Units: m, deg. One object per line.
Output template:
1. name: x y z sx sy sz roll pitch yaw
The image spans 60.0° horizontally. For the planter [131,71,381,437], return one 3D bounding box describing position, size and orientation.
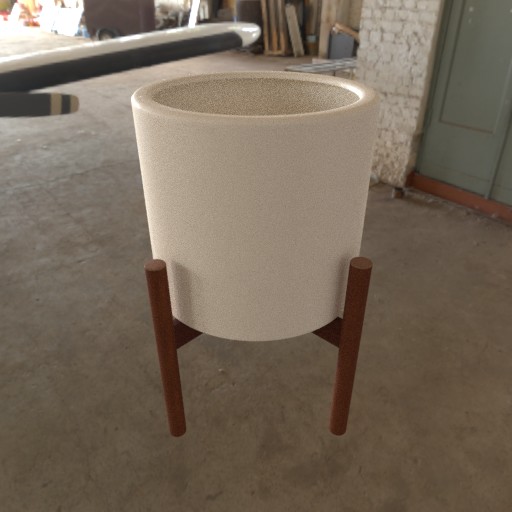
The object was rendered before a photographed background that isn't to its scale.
1. planter: 0.000 0.000 0.499 0.224 0.358 0.224 0 31 -1
